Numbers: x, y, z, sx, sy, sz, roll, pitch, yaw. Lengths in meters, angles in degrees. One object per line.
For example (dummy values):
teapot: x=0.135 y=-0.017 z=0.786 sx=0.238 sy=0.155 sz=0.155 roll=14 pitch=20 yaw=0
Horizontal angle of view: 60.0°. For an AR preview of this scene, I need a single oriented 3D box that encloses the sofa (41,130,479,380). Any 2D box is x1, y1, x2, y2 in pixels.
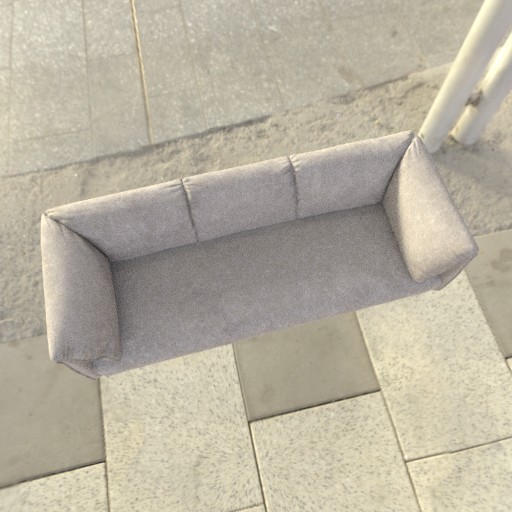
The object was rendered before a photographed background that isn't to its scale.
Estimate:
sofa: x=0.000 y=0.000 z=2.647 sx=2.238 sy=0.758 sz=0.899 roll=-14 pitch=66 yaw=-6
